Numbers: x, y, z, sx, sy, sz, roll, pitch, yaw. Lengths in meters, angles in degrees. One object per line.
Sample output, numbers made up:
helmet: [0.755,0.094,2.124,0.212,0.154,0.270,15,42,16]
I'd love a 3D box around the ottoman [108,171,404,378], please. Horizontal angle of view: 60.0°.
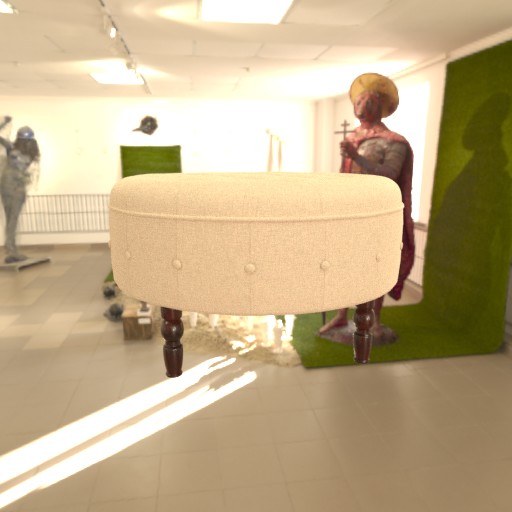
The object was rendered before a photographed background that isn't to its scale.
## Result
ottoman: [0.000,0.000,1.369,0.848,0.494,0.848,0,12,0]
